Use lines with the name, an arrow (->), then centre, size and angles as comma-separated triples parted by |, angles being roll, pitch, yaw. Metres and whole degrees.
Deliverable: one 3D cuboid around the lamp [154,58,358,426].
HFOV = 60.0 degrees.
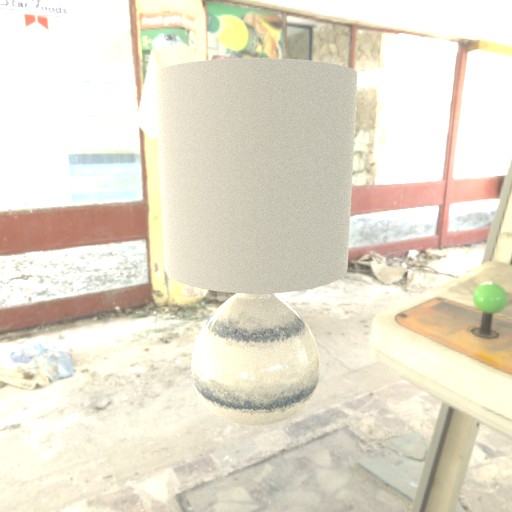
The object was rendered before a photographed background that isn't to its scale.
lamp -> 0.000, 0.000, 0.533 | 0.216, 0.404, 0.216 | -2, 15, -10
